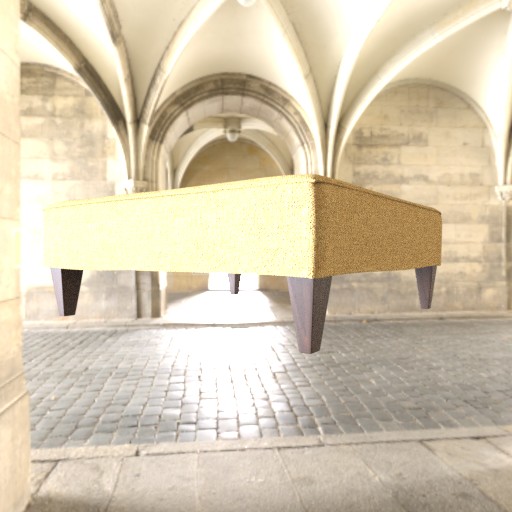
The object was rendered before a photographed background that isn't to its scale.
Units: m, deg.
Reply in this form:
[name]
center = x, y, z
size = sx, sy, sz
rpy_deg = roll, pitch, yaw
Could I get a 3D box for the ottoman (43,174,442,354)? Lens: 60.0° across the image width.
[ottoman]
center = 0.000, 0.000, 1.494
size = 0.981, 0.378, 0.970
rpy_deg = 0, 1, 36
